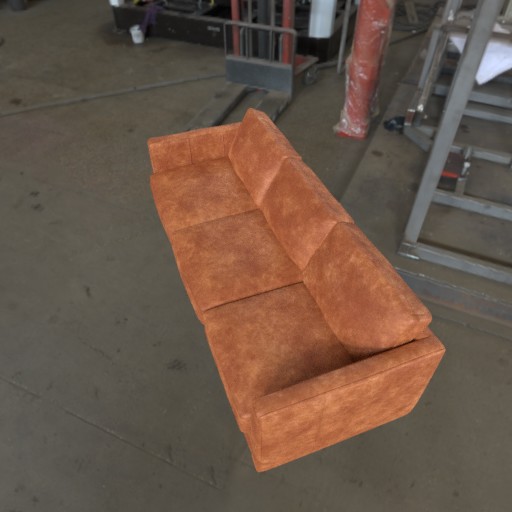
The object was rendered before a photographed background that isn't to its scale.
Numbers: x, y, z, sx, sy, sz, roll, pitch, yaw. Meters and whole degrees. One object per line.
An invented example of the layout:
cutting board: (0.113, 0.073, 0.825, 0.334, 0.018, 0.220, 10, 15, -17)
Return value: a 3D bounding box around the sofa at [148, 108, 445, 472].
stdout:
sofa: (0.000, 0.000, 3.012, 1.045, 1.006, 2.464, -15, 47, -15)
